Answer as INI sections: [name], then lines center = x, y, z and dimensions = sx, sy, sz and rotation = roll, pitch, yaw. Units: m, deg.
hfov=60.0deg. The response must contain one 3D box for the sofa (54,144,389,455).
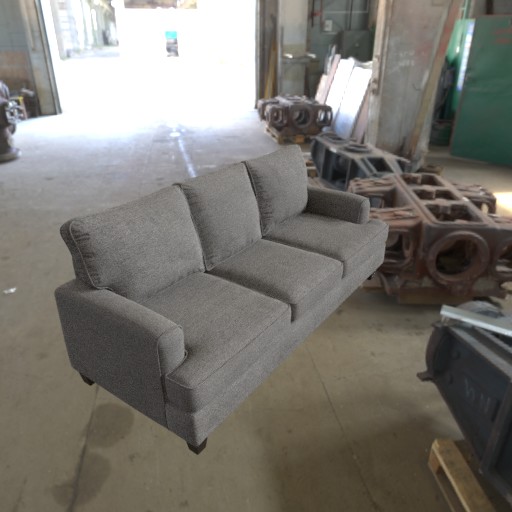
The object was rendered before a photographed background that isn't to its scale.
[sofa]
center = 0.000, 0.000, 2.741
dimensions = 0.951, 0.965, 2.158
rotation = 18, 31, 32
